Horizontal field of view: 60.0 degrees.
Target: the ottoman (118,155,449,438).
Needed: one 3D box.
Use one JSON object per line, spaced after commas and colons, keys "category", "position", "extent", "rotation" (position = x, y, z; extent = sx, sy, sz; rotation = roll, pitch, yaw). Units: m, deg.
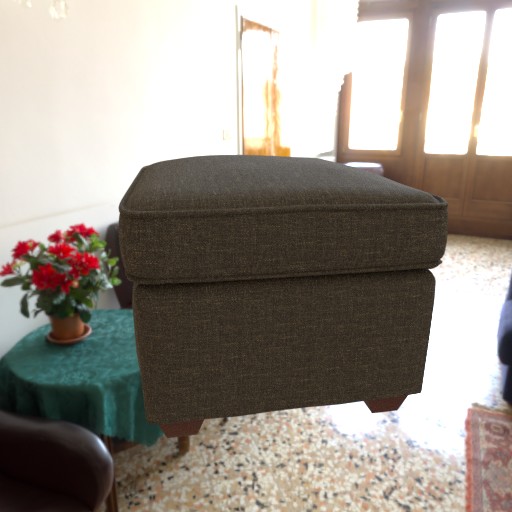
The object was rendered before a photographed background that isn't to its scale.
{"category": "ottoman", "position": [0.000, 0.000, 1.062], "extent": [0.549, 0.450, 0.749], "rotation": [-3, 17, -10]}
